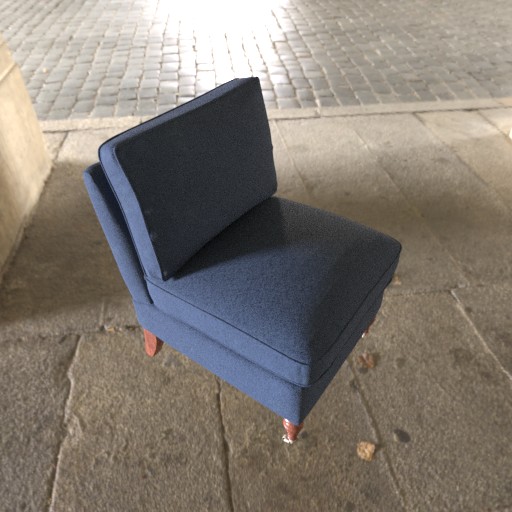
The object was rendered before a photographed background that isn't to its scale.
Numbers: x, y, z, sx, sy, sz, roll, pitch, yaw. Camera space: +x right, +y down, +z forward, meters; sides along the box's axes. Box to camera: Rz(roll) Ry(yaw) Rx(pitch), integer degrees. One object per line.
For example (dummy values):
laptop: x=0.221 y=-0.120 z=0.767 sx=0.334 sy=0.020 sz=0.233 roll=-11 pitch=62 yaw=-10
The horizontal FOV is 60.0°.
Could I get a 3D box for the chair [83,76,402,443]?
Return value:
chair: x=0.000 y=0.000 z=1.679 sx=0.912 sy=1.052 sz=0.724 roll=25 pitch=47 yaw=26
